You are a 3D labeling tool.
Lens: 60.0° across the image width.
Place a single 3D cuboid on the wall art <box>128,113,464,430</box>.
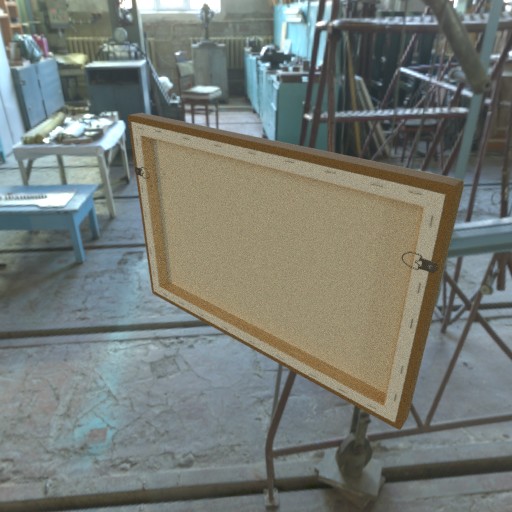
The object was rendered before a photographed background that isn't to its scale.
[{"bbox_3d":[0.000,0.000,0.484,0.380,0.254,0.019,22,36,34],"label":"wall art"}]
